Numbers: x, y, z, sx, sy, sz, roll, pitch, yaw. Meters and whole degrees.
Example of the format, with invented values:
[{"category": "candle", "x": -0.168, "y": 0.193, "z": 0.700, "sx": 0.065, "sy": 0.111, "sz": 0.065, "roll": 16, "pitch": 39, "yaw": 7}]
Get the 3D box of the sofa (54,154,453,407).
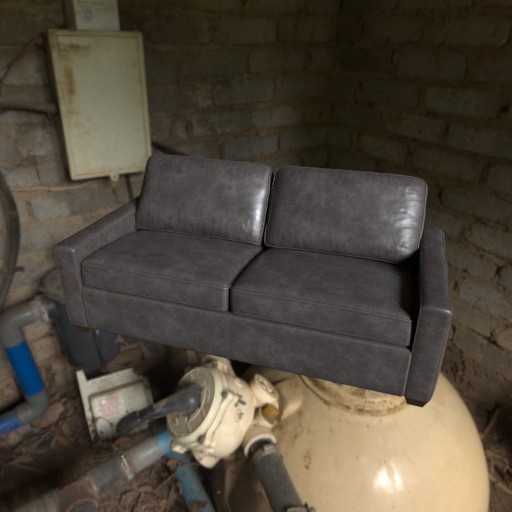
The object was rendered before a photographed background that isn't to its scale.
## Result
[{"category": "sofa", "x": 0.000, "y": 0.000, "z": 2.591, "sx": 2.081, "sy": 0.916, "sz": 0.939, "roll": 8, "pitch": 28, "yaw": 16}]
